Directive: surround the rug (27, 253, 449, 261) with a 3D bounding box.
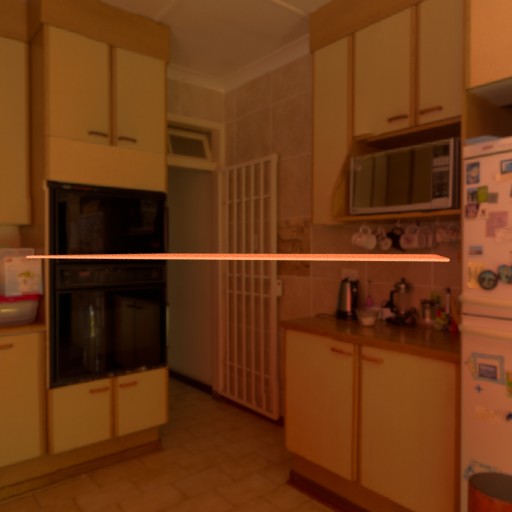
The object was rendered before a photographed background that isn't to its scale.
[{"bbox_3d":[0.000,0.000,2.768,2.134,0.013,1.524,0,1,20],"label":"rug"}]
